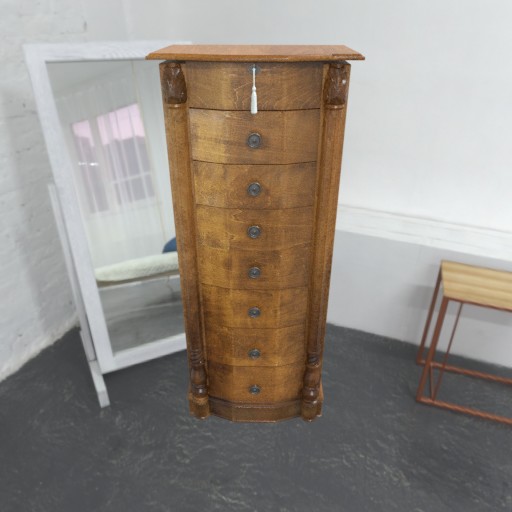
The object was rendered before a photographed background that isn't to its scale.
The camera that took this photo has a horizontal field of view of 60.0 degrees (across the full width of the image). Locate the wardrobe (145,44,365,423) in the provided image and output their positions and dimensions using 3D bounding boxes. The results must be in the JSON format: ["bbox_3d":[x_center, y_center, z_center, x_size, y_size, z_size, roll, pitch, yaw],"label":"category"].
[{"bbox_3d":[0.000,0.000,1.132,0.406,0.959,0.273,1,29,1],"label":"wardrobe"}]
